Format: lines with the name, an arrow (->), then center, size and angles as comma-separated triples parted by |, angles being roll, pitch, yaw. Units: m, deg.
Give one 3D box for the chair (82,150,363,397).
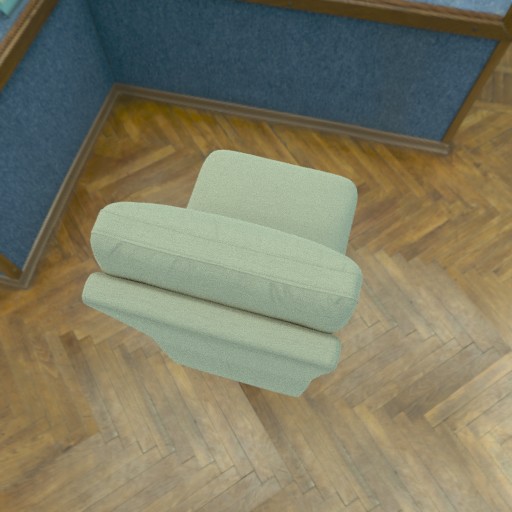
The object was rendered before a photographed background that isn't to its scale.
chair -> 0.000, 0.000, 1.265 | 0.503, 0.927, 0.698 | 14, 66, 7
